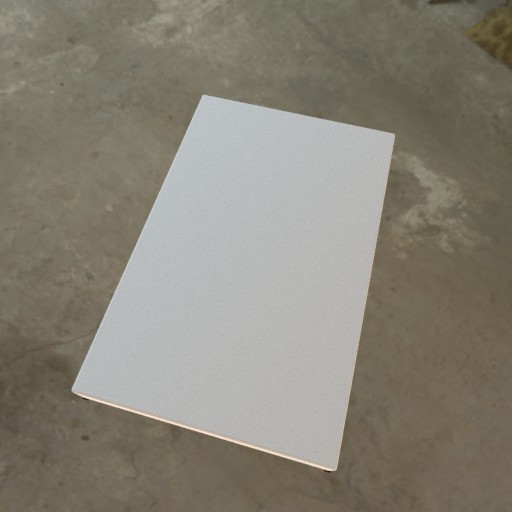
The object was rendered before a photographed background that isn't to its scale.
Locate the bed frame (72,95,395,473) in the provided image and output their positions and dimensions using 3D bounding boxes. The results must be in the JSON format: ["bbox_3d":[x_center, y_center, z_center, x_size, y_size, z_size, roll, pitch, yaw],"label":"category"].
[{"bbox_3d":[0.000,0.000,3.853,1.930,0.440,2.987,14,64,7],"label":"bed frame"}]
